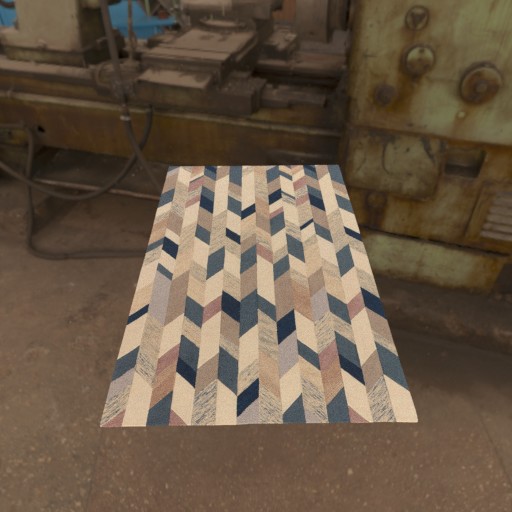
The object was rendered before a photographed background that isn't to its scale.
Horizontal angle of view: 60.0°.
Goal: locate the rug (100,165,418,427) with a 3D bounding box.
[{"bbox_3d":[0.000,0.000,3.007,1.513,0.008,2.423,-1,41,-1],"label":"rug"}]
